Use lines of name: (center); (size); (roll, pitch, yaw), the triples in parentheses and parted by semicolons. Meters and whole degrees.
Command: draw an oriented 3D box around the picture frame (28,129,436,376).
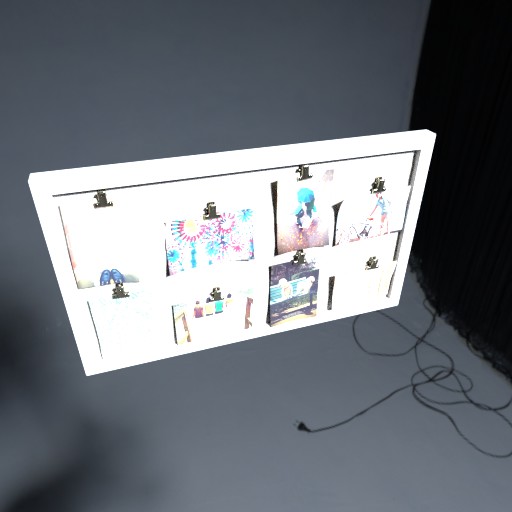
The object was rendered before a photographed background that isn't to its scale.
picture frame: (0.000, 0.000, 0.785); (0.647, 0.379, 0.044); (-10, 34, -15)
